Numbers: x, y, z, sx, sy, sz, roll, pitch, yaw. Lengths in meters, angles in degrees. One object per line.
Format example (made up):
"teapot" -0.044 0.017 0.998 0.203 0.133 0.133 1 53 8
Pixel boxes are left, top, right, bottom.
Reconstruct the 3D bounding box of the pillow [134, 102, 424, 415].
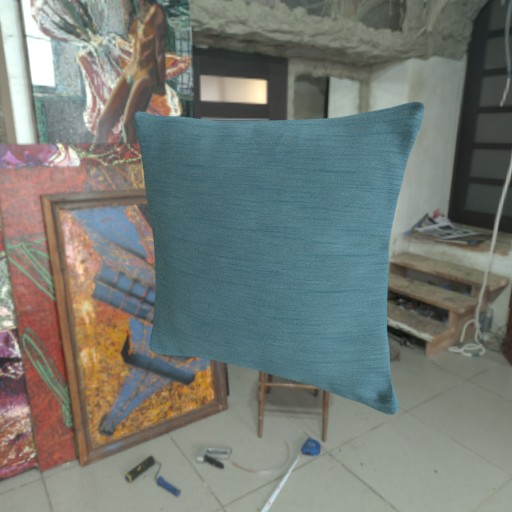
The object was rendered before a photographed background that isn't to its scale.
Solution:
"pillow" 0.000 0.000 0.650 0.433 0.415 0.151 7 17 26
